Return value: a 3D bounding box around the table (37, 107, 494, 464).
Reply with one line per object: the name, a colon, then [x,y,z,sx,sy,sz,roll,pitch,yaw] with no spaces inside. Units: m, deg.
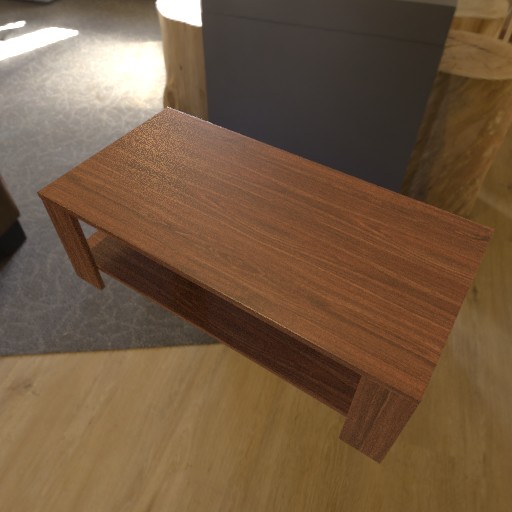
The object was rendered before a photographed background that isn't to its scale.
table: [0.000,0.000,1.440,1.200,0.400,0.600,26,53,22]
